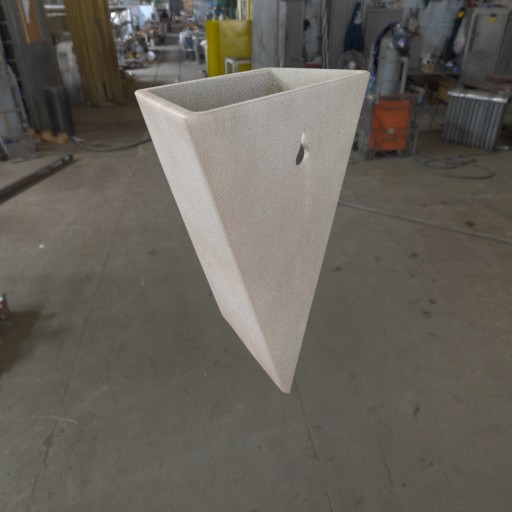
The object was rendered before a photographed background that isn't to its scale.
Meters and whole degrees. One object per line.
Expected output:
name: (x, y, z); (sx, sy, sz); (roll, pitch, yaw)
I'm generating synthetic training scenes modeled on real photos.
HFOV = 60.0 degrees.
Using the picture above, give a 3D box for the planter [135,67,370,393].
planter: (0.000, 0.000, 0.267); (0.060, 0.197, 0.150); (20, 35, 31)
